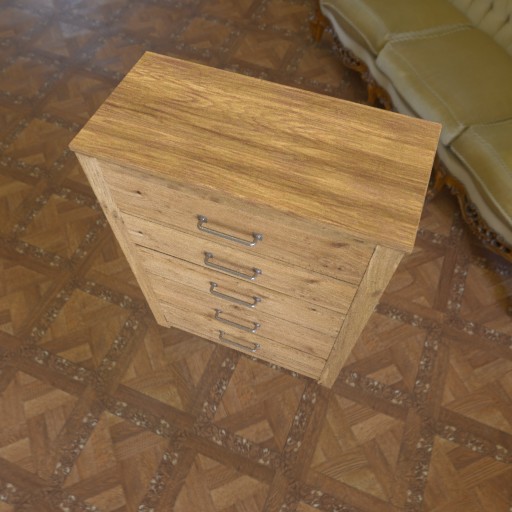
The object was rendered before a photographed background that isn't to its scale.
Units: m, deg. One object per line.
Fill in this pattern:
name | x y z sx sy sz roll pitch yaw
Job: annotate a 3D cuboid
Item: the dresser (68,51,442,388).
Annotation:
dresser | 0.000 0.000 2.009 1.081 1.431 0.558 18 60 11
